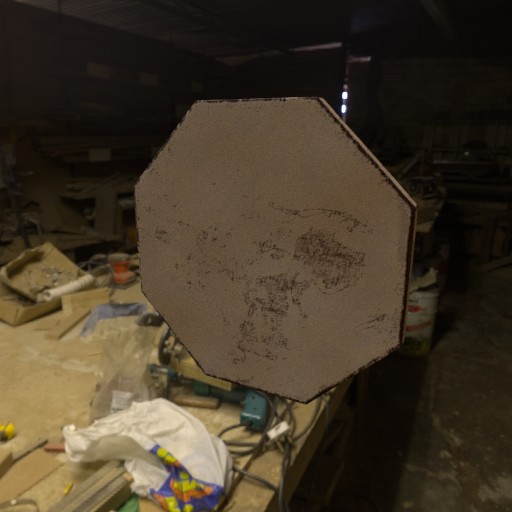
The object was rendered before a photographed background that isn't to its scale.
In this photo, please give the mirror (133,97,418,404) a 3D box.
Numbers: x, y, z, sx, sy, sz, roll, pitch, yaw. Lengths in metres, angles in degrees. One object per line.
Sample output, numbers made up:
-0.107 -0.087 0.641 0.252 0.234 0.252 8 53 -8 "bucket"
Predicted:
0.000 0.000 0.970 0.648 0.648 0.031 8 18 26 "mirror"
